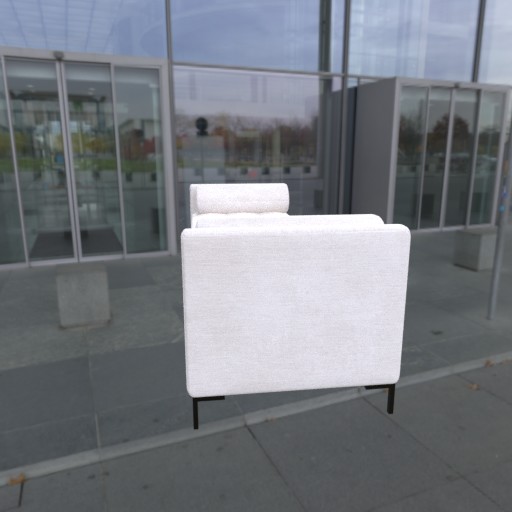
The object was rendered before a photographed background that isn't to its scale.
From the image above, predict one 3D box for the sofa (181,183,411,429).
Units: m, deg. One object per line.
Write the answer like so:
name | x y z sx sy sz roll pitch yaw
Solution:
sofa | 0.000 0.000 2.298 0.686 0.635 1.981 -2 13 -7
